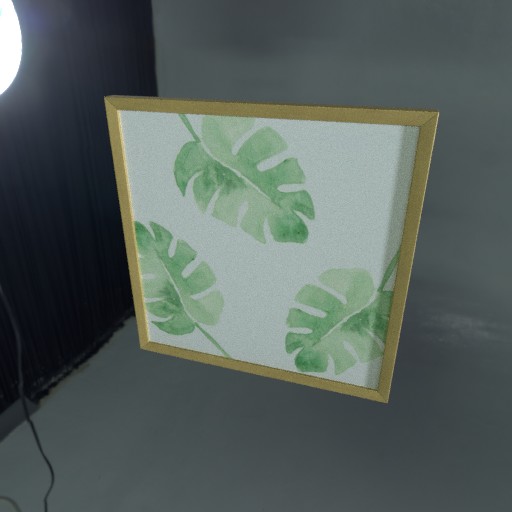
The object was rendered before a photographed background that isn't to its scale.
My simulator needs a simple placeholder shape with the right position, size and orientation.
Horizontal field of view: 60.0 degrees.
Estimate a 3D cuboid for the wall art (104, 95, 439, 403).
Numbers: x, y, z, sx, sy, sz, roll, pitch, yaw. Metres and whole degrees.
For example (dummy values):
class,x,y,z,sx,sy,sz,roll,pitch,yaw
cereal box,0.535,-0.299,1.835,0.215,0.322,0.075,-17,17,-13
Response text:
class,x,y,z,sx,sy,sz,roll,pitch,yaw
wall art,0.000,0.000,1.155,0.763,0.763,0.037,8,28,16
